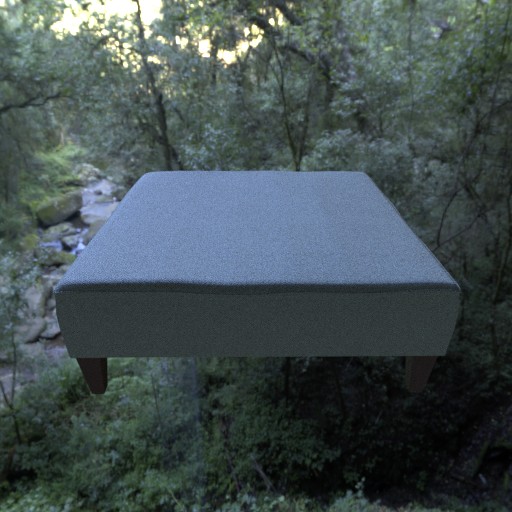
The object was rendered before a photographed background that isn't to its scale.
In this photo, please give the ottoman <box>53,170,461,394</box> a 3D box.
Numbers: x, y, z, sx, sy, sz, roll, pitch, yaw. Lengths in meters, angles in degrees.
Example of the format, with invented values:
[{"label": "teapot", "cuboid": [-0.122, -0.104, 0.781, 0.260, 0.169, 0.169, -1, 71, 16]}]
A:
[{"label": "ottoman", "cuboid": [0.000, 0.000, 1.545, 0.968, 0.379, 1.004, 0, 27, 0]}]
